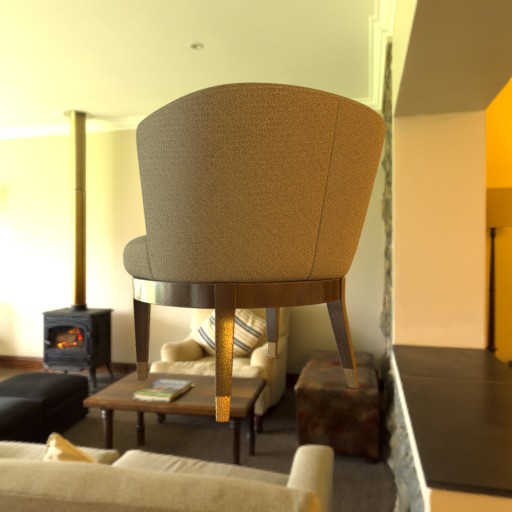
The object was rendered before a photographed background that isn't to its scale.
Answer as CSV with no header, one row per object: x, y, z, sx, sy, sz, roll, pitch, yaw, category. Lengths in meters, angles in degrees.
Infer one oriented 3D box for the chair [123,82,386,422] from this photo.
0.000,0.000,1.294,0.700,0.760,0.660,0,1,-35,chair
